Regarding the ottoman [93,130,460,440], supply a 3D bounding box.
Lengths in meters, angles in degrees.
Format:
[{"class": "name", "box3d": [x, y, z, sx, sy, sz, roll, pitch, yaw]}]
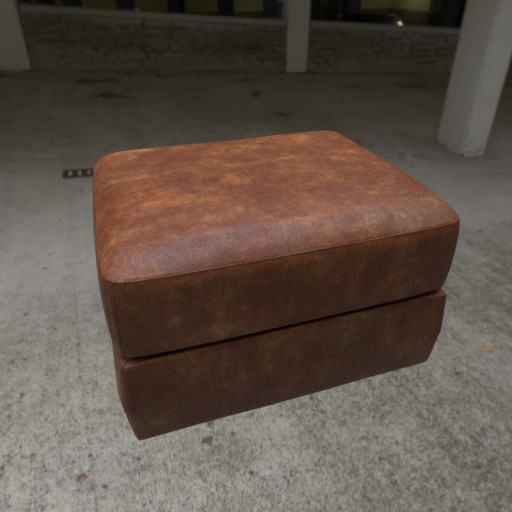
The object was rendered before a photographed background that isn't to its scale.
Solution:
[{"class": "ottoman", "box3d": [0.000, 0.000, 1.125, 0.751, 0.476, 0.603, -10, 34, -15]}]
